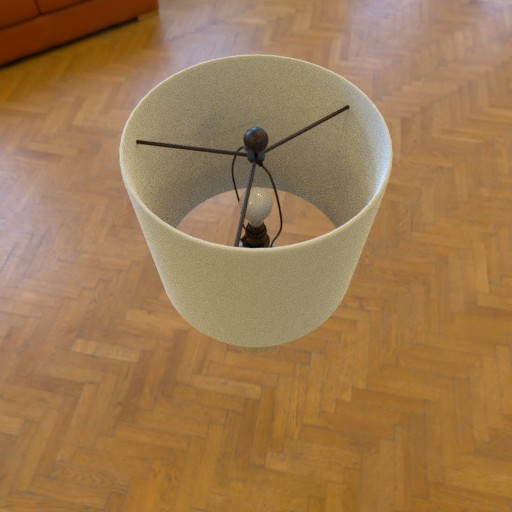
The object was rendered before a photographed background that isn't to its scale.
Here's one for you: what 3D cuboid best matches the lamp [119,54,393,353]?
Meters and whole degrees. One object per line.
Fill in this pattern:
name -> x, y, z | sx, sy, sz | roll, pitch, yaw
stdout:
lamp -> 0.000, 0.000, 0.768 | 0.329, 0.570, 0.329 | -32, 64, -18
